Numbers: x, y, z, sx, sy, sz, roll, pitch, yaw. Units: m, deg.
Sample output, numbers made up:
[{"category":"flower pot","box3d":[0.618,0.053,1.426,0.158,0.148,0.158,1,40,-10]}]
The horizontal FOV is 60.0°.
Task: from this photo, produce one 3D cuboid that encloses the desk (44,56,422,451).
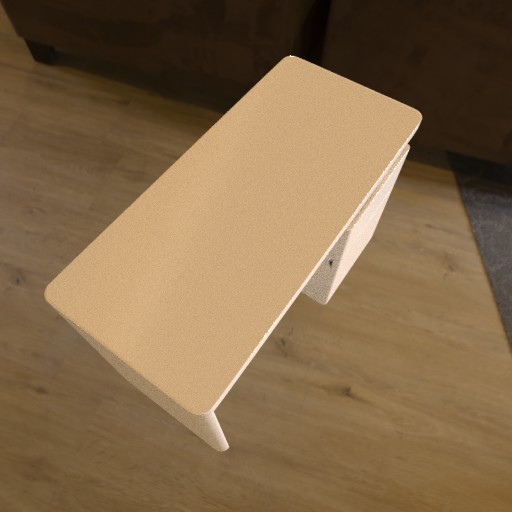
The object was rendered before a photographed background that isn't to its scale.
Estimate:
[{"category":"desk","box3d":[0.000,0.000,1.651,0.550,0.760,1.200,32,65,17]}]
